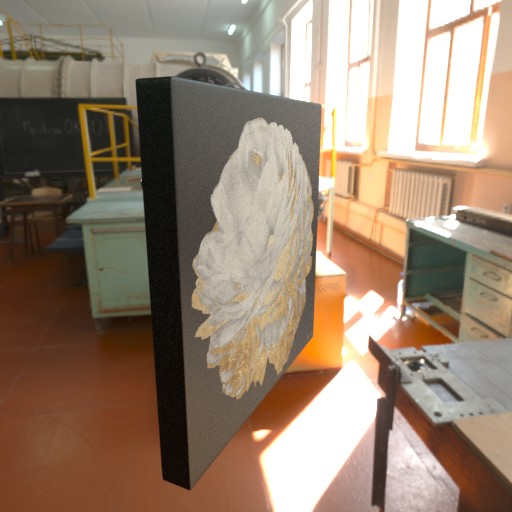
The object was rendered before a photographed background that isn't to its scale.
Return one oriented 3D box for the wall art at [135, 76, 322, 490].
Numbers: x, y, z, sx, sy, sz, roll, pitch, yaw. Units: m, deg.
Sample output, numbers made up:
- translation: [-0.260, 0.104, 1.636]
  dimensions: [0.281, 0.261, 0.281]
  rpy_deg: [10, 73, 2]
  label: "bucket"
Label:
- translation: [0.000, 0.000, 0.594]
  dimensions: [0.041, 0.407, 0.406]
  rpy_deg: [7, 17, 24]
  label: "wall art"
